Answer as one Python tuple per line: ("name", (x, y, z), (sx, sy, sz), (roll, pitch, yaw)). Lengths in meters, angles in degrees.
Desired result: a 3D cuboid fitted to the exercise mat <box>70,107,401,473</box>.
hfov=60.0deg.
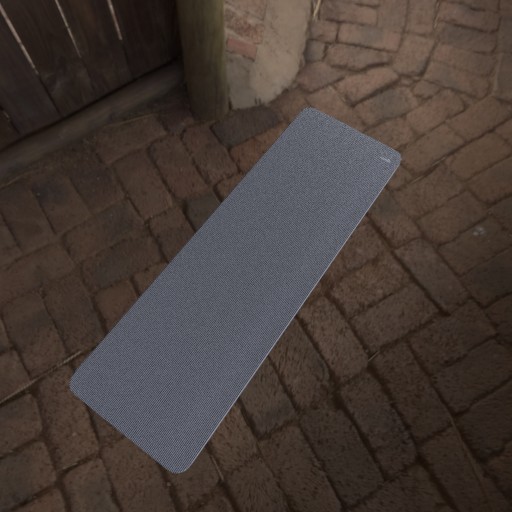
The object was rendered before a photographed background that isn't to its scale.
("exercise mat", (0.000, 0.000, 2.090), (0.616, 0.021, 1.884), (32, 68, 15))
